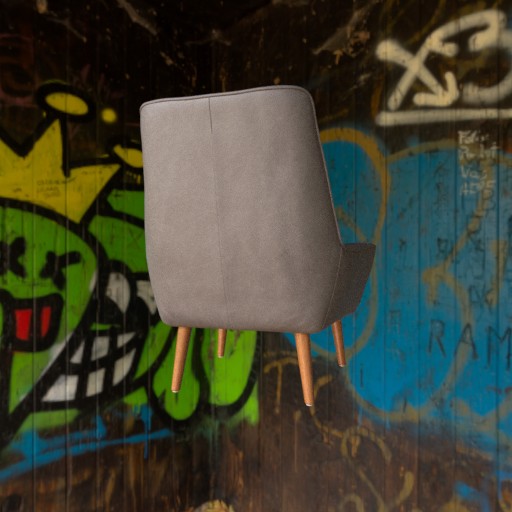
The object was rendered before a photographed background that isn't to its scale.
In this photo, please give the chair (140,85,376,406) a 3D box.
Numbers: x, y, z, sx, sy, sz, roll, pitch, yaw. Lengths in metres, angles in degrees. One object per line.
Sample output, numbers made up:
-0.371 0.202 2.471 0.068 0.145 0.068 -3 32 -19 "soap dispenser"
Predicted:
0.000 0.000 1.550 0.787 0.888 0.822 0 0 17 "chair"
